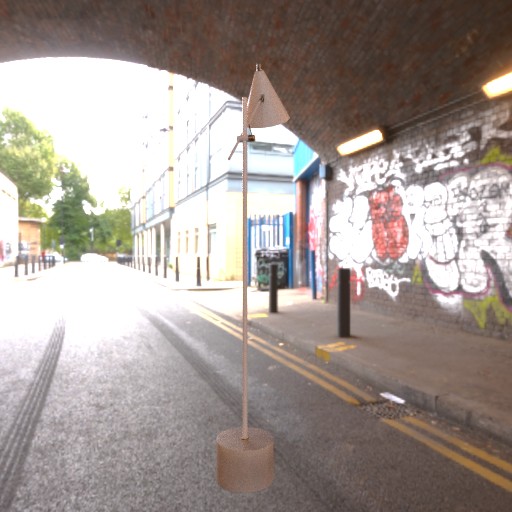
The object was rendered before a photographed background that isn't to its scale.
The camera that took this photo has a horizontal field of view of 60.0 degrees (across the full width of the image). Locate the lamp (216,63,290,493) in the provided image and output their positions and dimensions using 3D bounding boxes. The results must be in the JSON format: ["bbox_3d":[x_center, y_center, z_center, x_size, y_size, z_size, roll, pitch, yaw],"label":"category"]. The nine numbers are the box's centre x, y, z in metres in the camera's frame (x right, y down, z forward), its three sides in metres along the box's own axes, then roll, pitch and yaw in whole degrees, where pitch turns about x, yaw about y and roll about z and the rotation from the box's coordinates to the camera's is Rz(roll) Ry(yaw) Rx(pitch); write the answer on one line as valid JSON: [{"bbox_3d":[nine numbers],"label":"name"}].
[{"bbox_3d":[0.000,0.000,1.585,0.223,1.430,0.508,0,0,19],"label":"lamp"}]
